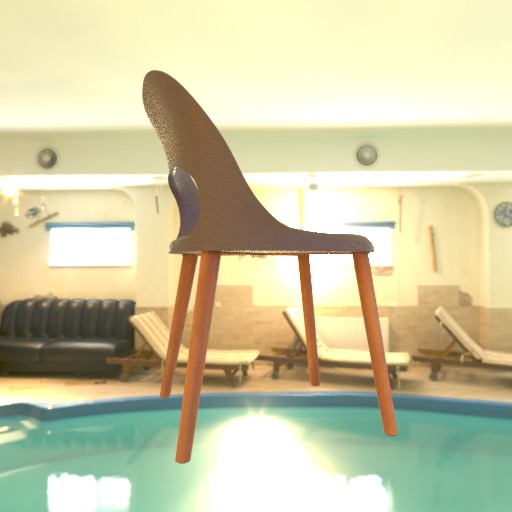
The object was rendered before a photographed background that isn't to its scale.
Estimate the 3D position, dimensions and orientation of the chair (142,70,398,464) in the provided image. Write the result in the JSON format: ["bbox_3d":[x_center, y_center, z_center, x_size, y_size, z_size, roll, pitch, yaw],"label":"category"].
[{"bbox_3d":[0.000,0.000,1.114,0.556,0.795,0.470,0,-1,-16],"label":"chair"}]
